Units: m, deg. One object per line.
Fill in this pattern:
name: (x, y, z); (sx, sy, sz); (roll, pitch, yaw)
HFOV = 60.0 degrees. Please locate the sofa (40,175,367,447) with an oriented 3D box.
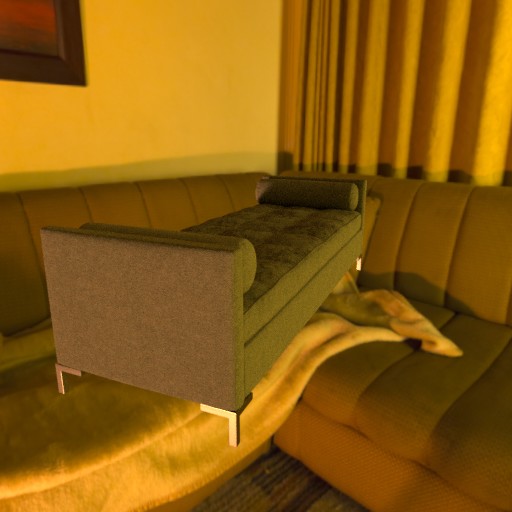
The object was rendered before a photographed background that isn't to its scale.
sofa: (0.000, 0.000, 2.408); (0.797, 0.657, 2.102); (7, 17, 23)
